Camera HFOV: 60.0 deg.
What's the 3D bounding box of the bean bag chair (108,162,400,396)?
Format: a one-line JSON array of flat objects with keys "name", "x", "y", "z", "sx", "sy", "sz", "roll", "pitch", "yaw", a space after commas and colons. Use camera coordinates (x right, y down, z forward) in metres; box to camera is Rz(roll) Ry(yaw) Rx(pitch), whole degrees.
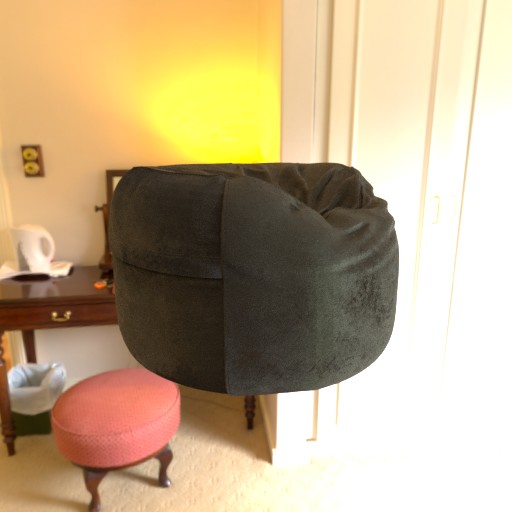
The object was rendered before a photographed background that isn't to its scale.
[{"name": "bean bag chair", "x": 0.000, "y": 0.000, "z": 1.474, "sx": 0.918, "sy": 0.605, "sz": 0.918, "roll": 0, "pitch": 14, "yaw": 0}]
